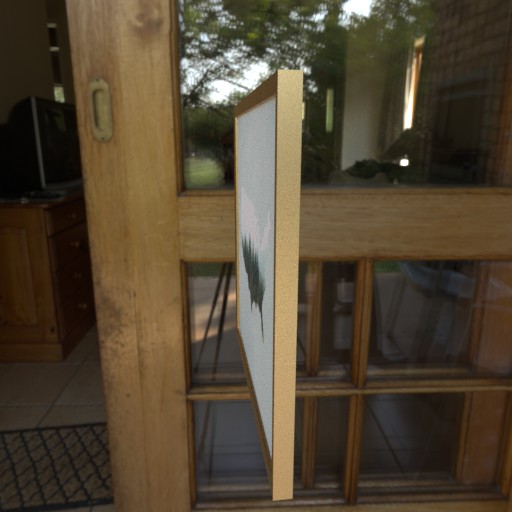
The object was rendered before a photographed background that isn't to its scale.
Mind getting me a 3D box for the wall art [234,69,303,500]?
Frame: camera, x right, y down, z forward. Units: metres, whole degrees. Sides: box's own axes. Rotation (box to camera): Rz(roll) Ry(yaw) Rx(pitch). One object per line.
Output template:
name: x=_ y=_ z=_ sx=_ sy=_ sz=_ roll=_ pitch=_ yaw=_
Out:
wall art: x=0.000 y=0.000 z=1.113 sx=0.038 sy=0.762 sz=0.762 roll=-2 pitch=15 yaw=-7
